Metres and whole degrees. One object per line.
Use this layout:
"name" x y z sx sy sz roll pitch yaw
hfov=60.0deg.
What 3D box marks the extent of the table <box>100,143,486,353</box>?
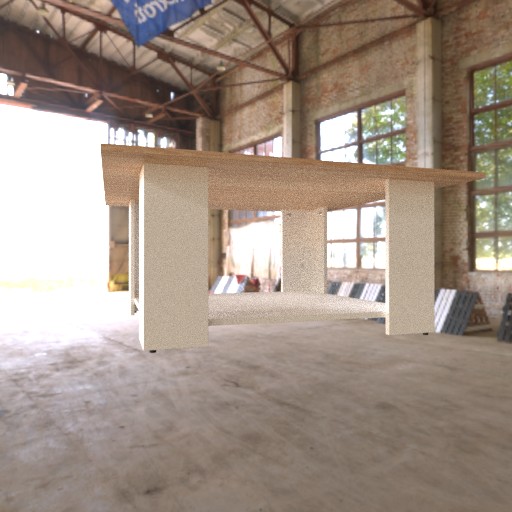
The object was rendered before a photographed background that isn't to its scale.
"table" 0.000 0.000 1.028 0.670 0.305 0.670 0 0 -18
